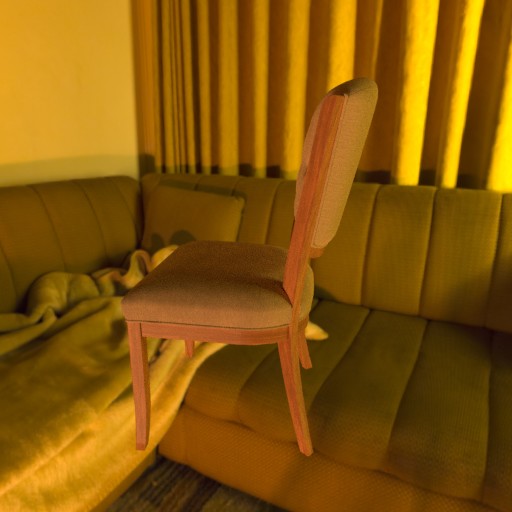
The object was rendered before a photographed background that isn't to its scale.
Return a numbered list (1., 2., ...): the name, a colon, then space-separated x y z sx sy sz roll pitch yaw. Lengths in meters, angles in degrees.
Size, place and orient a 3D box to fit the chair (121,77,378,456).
1. chair: 0.000 0.000 1.224 0.584 0.905 0.513 2 16 6
